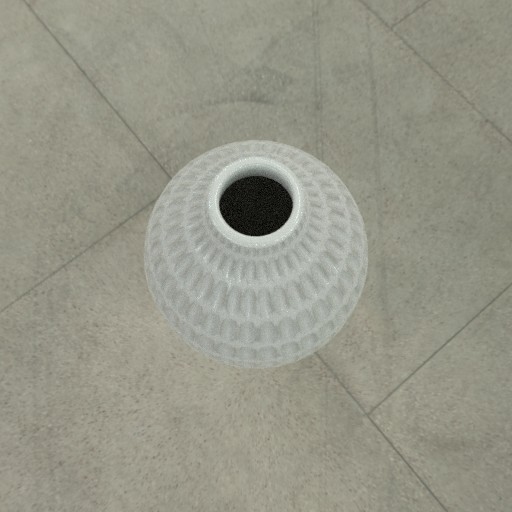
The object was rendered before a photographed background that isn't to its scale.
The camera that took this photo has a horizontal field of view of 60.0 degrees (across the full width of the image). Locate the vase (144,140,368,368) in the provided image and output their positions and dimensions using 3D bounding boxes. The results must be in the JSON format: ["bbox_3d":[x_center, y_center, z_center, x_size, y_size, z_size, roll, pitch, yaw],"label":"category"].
[{"bbox_3d":[0.000,0.000,0.329,0.162,0.223,0.162,0,75,0],"label":"vase"}]
